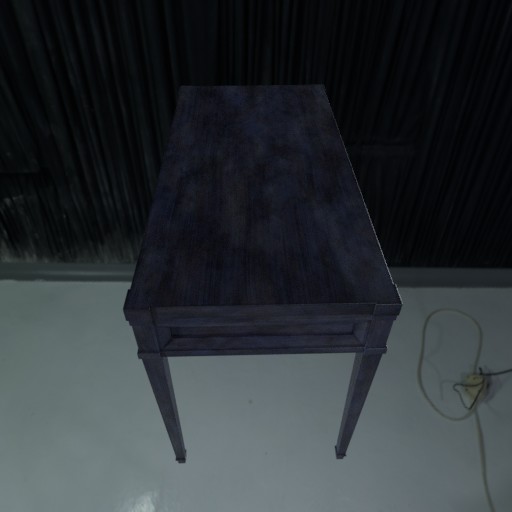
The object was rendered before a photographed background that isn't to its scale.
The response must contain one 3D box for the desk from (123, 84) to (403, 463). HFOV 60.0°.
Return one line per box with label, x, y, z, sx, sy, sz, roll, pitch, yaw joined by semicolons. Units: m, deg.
desk;0.000;0.000;1.759;0.630;0.861;1.289;-1;42;-1
